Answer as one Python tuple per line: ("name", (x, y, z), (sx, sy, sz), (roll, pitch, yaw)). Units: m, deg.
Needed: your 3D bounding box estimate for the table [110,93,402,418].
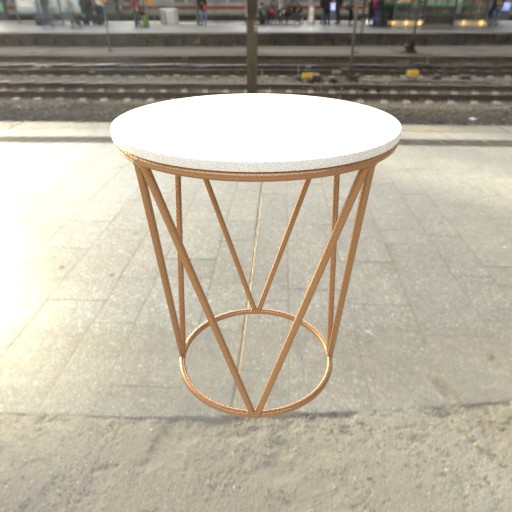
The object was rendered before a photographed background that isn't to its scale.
("table", (0.000, 0.000, 0.928), (0.500, 0.564, 0.500), (0, 30, 0))
